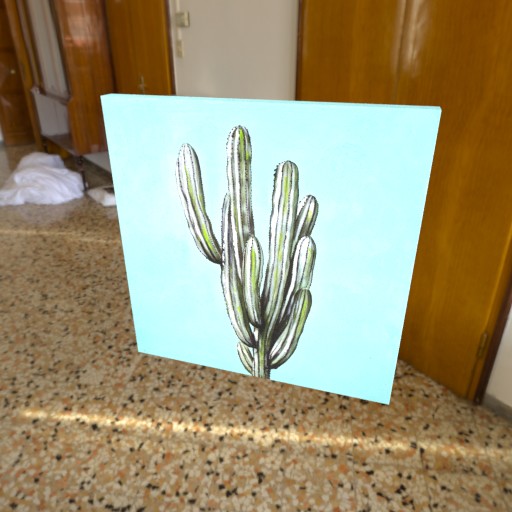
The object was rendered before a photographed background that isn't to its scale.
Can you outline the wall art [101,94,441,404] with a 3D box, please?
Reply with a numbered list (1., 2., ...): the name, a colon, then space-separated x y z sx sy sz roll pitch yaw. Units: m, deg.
1. wall art: 0.000 0.000 0.905 0.603 0.603 0.036 8 27 15
